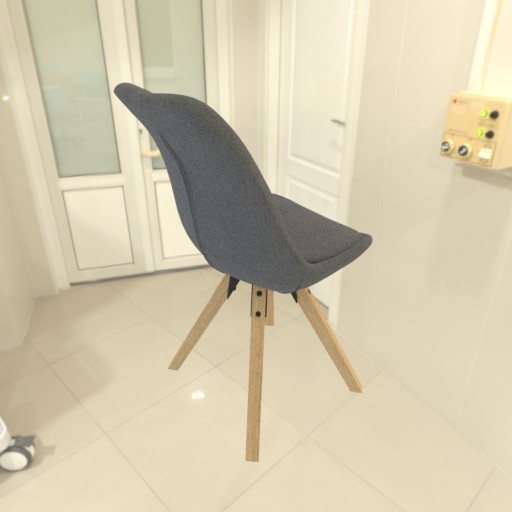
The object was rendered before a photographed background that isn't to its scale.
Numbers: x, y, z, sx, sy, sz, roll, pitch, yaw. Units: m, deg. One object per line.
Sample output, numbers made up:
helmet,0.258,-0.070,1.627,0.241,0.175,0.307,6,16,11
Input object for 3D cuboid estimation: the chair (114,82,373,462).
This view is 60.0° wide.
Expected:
chair,0.000,0.000,1.147,0.550,0.850,0.485,-19,33,-32
